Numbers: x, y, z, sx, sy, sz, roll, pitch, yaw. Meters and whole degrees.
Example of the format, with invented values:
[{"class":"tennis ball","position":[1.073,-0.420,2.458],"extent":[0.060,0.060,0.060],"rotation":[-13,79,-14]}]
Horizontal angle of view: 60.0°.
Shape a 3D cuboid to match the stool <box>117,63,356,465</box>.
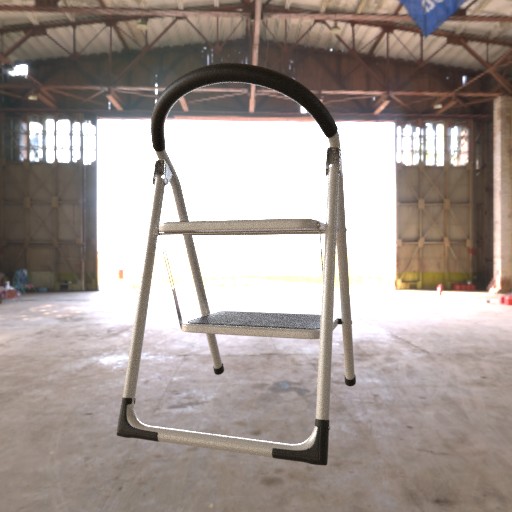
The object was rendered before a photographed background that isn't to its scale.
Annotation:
[{"class":"stool","position":[0.000,0.000,1.120],"extent":[0.453,0.760,0.559],"rotation":[0,0,18]}]
